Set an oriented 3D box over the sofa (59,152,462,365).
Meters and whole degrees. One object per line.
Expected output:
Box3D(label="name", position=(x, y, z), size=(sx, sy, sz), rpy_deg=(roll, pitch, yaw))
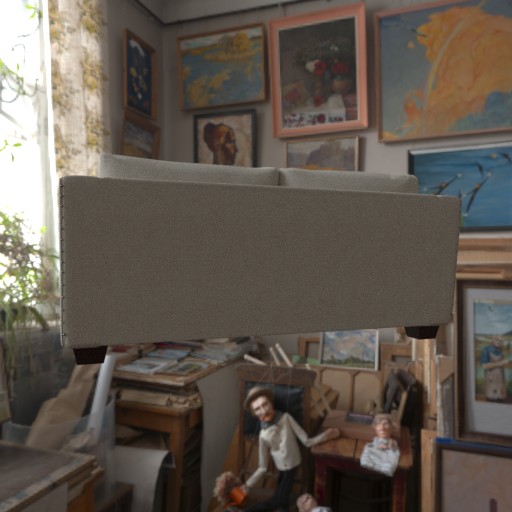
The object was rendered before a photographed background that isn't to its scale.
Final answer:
Box3D(label="sofa", position=(0.000, 0.000, 2.697), size=(2.107, 0.983, 1.104), rpy_deg=(0, 0, -19))
